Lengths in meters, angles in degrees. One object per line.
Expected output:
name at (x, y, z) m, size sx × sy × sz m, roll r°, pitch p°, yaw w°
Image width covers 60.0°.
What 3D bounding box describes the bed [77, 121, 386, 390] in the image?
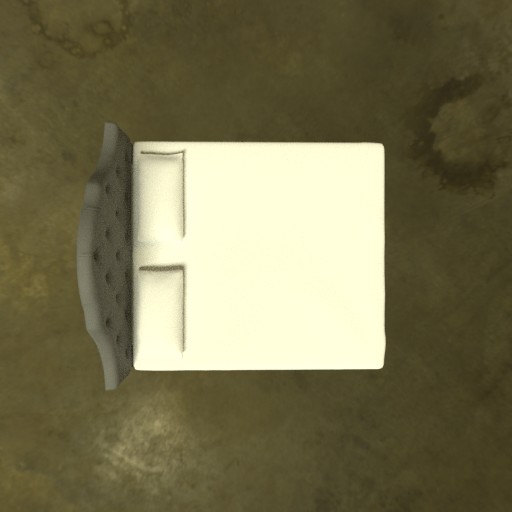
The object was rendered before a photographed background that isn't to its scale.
bed at (0.000, 0.000, 3.507) m, size 2.214 × 1.615 × 2.008 m, roll 0°, pitch 90°, yaw -1°
